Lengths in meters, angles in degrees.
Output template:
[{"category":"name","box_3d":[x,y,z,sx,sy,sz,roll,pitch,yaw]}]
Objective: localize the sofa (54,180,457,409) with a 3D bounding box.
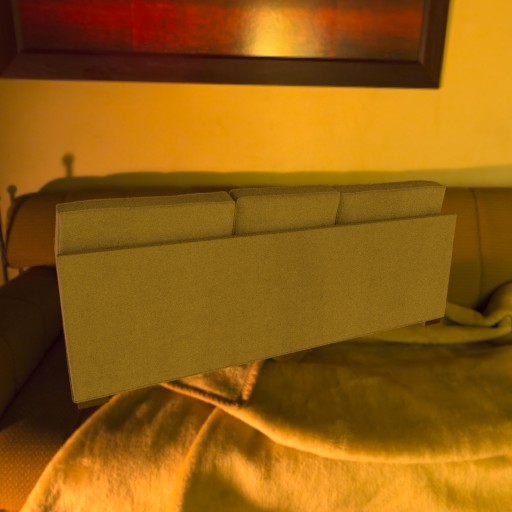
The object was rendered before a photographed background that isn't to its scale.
[{"category":"sofa","box_3d":[0.000,0.000,2.541,2.093,0.862,0.936,-7,17,-24]}]
